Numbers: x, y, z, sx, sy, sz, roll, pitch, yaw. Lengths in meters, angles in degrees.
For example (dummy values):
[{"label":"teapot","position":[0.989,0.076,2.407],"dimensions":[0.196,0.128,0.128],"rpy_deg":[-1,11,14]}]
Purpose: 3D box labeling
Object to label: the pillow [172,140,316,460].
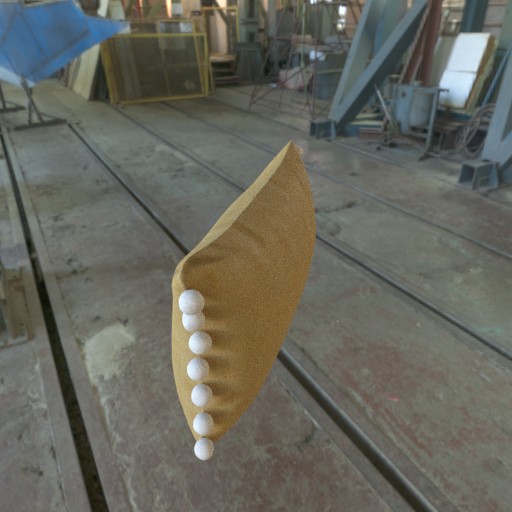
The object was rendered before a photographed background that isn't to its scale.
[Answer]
[{"label":"pillow","position":[0.000,0.000,0.852],"dimensions":[0.201,0.322,0.709],"rpy_deg":[7,29,13]}]
